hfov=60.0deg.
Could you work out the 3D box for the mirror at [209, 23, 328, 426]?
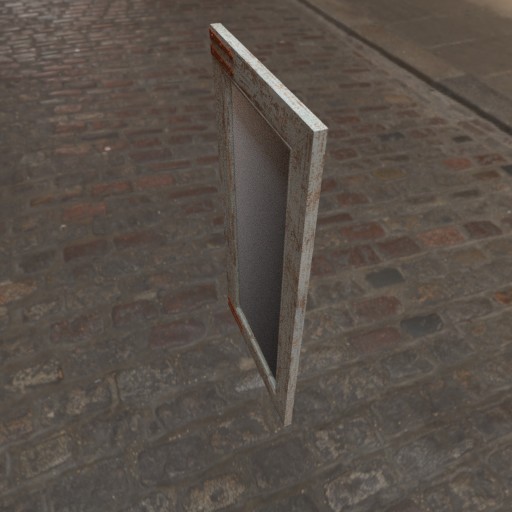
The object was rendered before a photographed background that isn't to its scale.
[{"bbox_3d":[0.000,0.000,1.088,0.027,0.922,0.472,-16,47,-15],"label":"mirror"}]
